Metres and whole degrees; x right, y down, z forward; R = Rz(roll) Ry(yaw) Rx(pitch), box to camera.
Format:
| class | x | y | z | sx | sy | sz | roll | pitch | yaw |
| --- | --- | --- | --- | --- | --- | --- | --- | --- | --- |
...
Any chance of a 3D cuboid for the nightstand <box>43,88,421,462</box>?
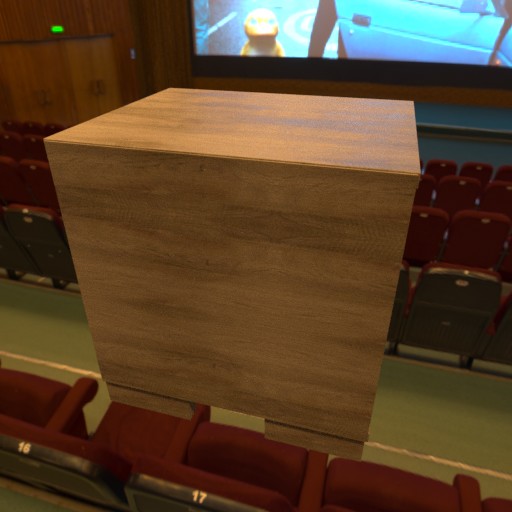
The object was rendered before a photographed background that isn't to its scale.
| class | x | y | z | sx | sy | sz | roll | pitch | yaw |
| --- | --- | --- | --- | --- | --- | --- | --- | --- | --- |
| nightstand | 0.000 | 0.000 | 0.730 | 0.427 | 0.448 | 0.347 | 8 | 32 | 14 |
